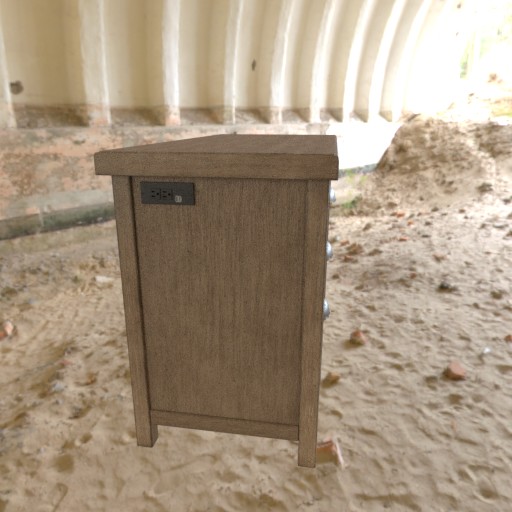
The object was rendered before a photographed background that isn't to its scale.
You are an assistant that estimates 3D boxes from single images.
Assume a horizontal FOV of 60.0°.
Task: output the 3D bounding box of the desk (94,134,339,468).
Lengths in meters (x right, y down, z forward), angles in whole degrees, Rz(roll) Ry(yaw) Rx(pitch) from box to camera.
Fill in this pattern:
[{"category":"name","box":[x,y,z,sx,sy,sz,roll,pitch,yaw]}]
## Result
[{"category":"desk","box":[0.000,0.000,1.804,0.610,0.912,1.289,3,17,9]}]
